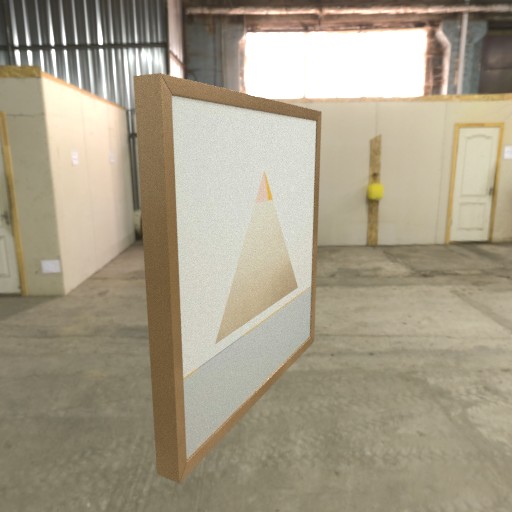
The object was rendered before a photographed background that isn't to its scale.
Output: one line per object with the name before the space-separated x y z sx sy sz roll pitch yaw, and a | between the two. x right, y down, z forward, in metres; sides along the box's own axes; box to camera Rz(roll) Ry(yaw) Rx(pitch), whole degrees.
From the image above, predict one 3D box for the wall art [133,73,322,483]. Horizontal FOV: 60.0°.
wall art | 0.000 0.000 0.760 0.038 0.511 0.513 7 15 27
